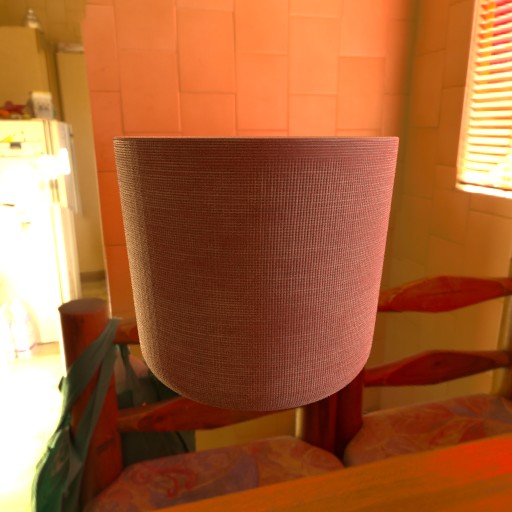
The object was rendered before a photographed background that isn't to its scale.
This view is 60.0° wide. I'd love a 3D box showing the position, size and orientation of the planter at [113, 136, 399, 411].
[{"bbox_3d":[0.000,0.000,0.766,0.440,0.398,0.440,0,15,0],"label":"planter"}]
